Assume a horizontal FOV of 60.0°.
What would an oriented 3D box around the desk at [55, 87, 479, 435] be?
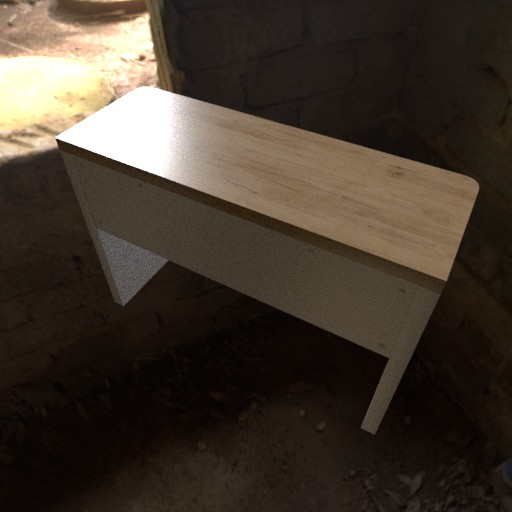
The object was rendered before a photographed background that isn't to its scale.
[{"bbox_3d":[0.000,0.000,1.468,1.100,0.760,0.390,22,50,20],"label":"desk"}]
